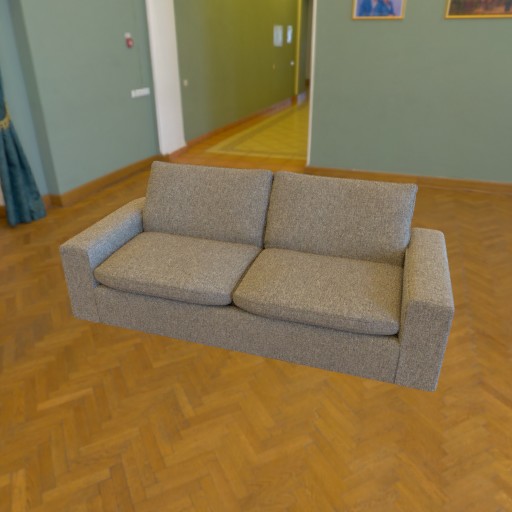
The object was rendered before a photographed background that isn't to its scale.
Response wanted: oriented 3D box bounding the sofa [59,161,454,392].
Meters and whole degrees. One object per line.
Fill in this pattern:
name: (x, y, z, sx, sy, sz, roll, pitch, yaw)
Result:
sofa: (0.000, 0.000, 2.869, 2.299, 0.922, 1.040, 8, 28, 16)
